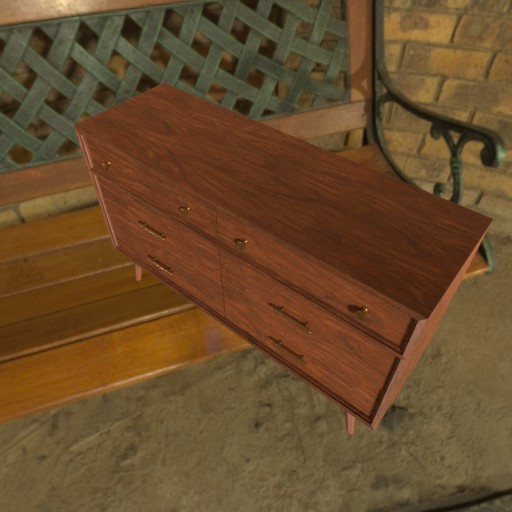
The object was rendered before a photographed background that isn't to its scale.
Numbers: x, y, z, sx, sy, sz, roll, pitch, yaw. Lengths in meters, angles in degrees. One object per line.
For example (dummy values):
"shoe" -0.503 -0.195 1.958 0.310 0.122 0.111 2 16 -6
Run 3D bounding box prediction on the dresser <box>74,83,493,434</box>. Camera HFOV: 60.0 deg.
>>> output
"dresser" 0.000 0.000 1.868 1.472 0.889 0.500 30 53 26
